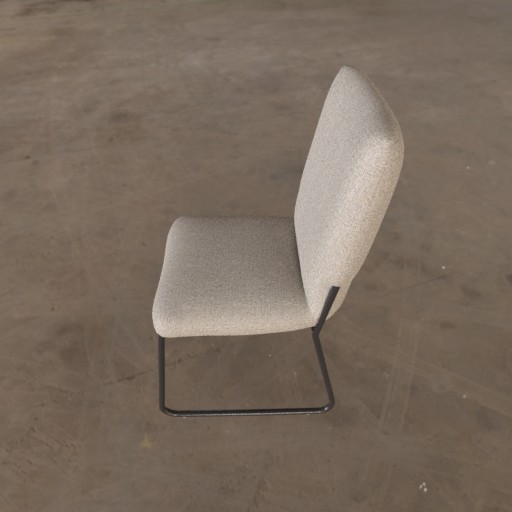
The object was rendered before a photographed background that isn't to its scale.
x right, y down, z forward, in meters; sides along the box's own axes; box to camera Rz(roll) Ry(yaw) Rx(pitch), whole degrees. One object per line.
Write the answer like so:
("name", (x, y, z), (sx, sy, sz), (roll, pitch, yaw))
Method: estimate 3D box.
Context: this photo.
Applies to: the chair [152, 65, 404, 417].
("chair", (0.000, 0.000, 1.176), (0.560, 0.864, 0.448), (-1, 41, -1))
